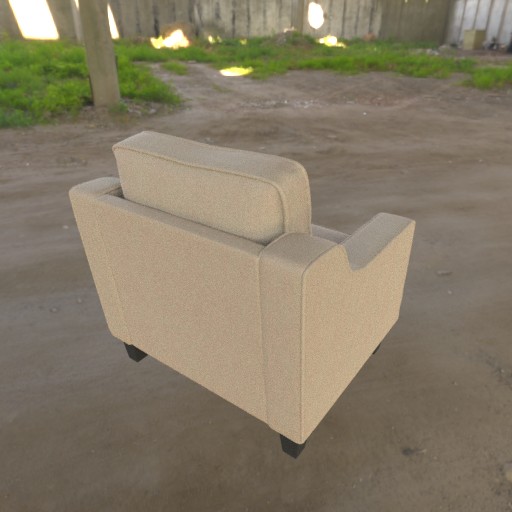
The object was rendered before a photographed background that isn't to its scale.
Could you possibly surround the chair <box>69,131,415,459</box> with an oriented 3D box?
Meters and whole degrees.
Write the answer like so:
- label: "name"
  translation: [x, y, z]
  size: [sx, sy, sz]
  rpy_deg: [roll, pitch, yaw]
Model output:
- label: "chair"
  translation: [0.000, 0.000, 1.687]
  size: [0.922, 0.948, 0.882]
  rpy_deg: [19, 34, 31]
